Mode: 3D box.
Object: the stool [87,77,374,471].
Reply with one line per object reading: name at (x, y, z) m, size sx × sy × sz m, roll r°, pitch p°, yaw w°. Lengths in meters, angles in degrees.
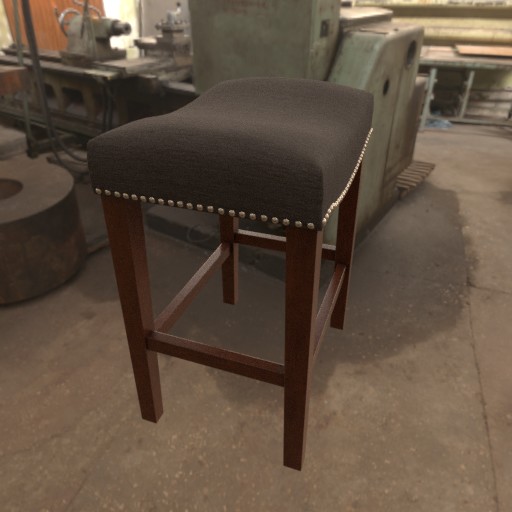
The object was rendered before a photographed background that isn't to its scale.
stool at (0.000, 0.000, 0.952) m, size 0.372 × 0.654 × 0.504 m, roll 11°, pitch 33°, yaw 17°
